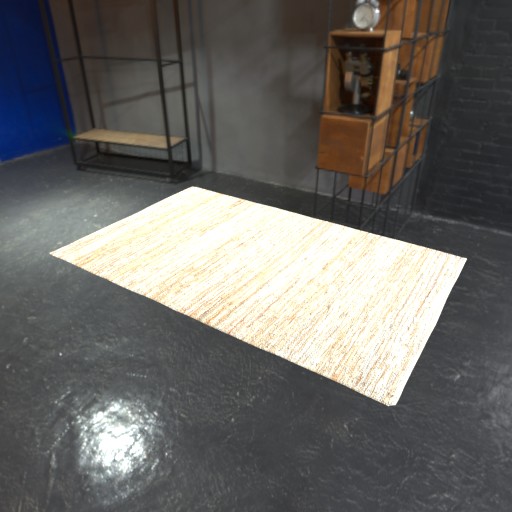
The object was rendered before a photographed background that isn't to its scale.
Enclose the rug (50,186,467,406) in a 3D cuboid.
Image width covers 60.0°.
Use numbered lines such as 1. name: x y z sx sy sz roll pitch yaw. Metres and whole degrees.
1. rug: 0.000 0.000 3.051 2.446 0.009 1.529 18 35 28
